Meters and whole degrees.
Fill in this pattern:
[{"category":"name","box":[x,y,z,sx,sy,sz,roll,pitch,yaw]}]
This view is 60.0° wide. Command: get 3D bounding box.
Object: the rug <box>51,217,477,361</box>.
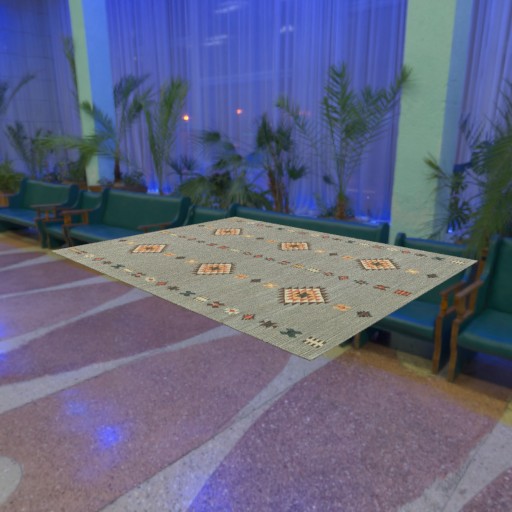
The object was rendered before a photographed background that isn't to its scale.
[{"category":"rug","box":[0.000,0.000,4.025,3.035,0.008,2.425,14,21,42]}]
